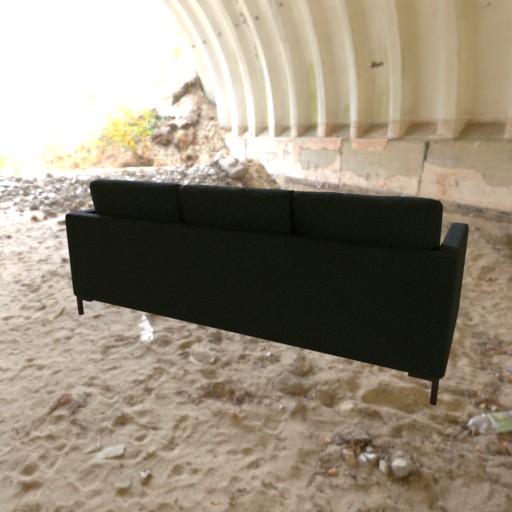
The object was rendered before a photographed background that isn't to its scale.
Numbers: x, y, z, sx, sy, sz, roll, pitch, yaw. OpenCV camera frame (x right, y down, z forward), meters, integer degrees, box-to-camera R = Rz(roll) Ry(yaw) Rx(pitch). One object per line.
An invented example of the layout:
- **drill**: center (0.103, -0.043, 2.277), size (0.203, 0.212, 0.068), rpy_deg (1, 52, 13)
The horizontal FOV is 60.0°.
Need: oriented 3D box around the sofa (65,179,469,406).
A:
- **sofa**: center (0.000, 0.000, 2.631), size (2.218, 0.870, 0.859), rpy_deg (8, 17, 27)
